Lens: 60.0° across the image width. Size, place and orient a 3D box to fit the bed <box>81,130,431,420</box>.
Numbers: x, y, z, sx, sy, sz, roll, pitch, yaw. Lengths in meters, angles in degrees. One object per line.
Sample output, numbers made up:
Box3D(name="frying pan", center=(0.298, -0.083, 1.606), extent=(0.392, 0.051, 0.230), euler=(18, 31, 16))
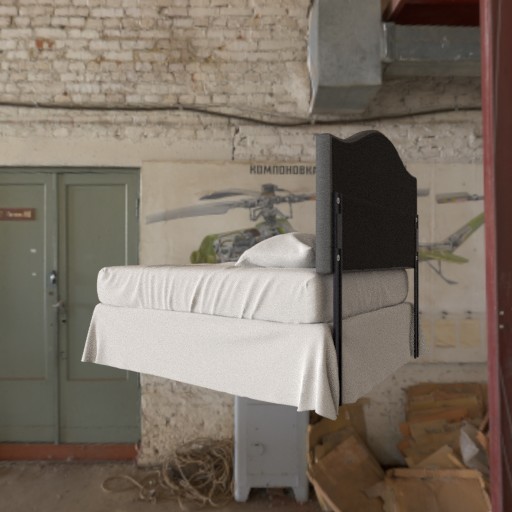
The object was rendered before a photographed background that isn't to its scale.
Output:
Box3D(name="bed", center=(0.000, 0.000, 3.538), extent=(2.221, 1.645, 1.876), euler=(0, 0, 36))
